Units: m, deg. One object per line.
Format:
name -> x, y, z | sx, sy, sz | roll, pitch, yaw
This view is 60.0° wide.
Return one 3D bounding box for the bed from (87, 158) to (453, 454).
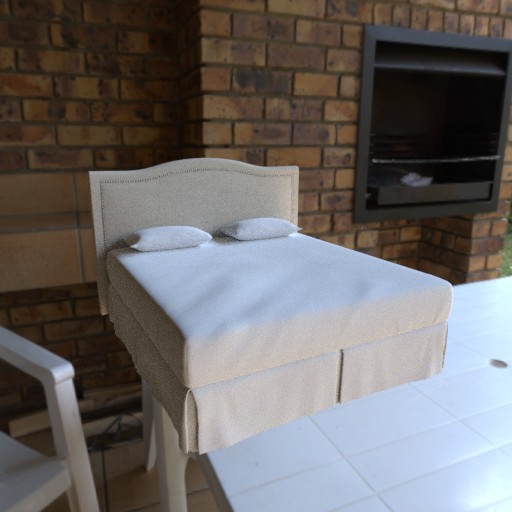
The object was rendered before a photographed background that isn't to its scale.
bed -> 0.000, 0.000, 3.428 | 2.083, 1.421, 2.182 | -7, 16, -27
